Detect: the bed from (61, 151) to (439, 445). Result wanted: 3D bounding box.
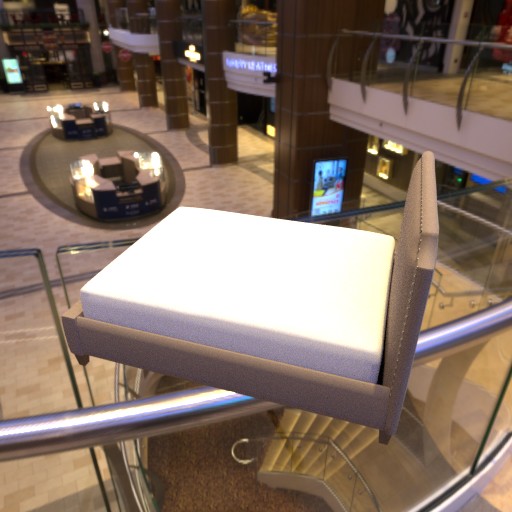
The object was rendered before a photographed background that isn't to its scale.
[{"bbox_3d":[0.000,0.000,3.382,2.372,1.443,1.713,9,31,16],"label":"bed"}]
